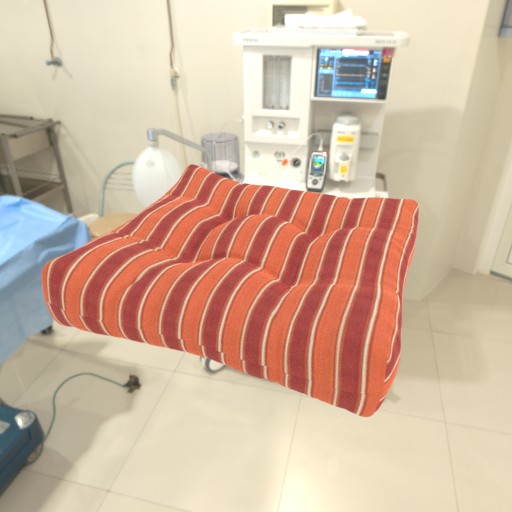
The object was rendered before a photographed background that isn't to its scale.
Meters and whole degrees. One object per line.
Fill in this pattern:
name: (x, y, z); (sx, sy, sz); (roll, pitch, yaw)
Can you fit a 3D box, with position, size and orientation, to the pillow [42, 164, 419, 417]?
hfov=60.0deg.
pillow: (0.000, 0.000, 0.733); (0.490, 0.133, 0.468); (11, 32, 18)
